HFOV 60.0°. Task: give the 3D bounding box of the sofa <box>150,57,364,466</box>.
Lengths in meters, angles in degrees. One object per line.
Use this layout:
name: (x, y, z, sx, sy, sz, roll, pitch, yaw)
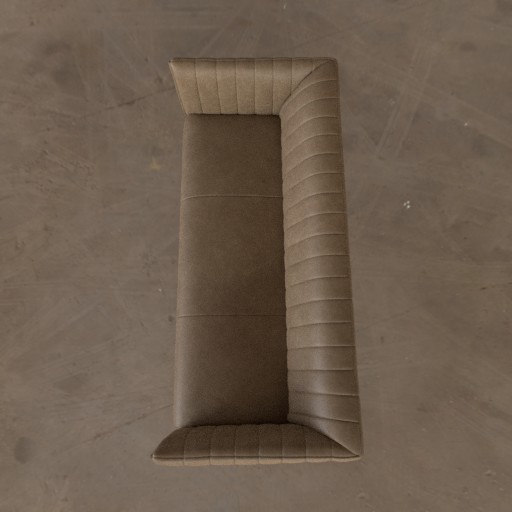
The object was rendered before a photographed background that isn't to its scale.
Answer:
sofa: (0.000, 0.000, 2.378, 0.876, 0.779, 1.980, -1, 75, 0)
